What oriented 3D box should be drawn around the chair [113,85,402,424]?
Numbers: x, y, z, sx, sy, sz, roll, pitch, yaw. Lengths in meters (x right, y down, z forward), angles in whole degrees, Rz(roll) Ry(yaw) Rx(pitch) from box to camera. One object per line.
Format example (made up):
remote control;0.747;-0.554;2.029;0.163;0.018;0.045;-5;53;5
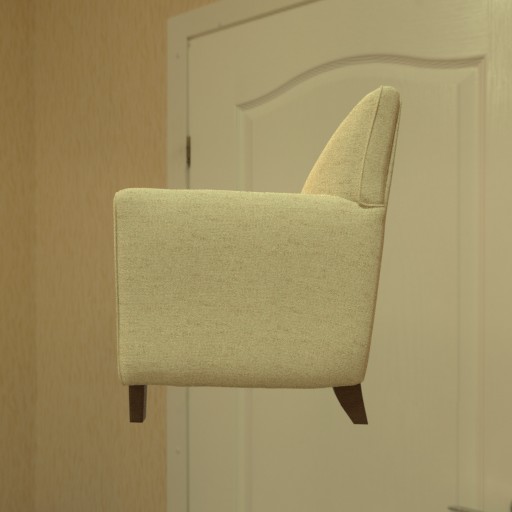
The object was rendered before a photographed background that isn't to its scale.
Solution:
chair;0.000;0.000;1.610;0.823;0.943;0.870;0;0;1
